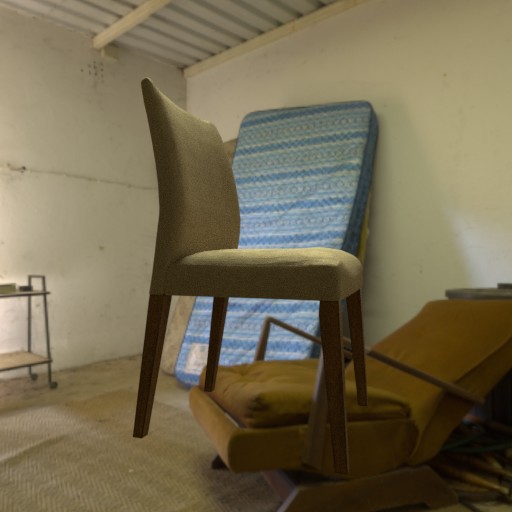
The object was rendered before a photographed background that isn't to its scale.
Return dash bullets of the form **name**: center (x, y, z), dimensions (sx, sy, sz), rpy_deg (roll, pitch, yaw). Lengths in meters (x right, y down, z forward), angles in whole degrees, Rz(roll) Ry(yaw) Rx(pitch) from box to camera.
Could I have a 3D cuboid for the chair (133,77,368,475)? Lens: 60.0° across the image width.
- **chair**: center (0.000, 0.000, 1.280), dimensions (0.585, 0.940, 0.496), rpy_deg (0, 0, 19)
